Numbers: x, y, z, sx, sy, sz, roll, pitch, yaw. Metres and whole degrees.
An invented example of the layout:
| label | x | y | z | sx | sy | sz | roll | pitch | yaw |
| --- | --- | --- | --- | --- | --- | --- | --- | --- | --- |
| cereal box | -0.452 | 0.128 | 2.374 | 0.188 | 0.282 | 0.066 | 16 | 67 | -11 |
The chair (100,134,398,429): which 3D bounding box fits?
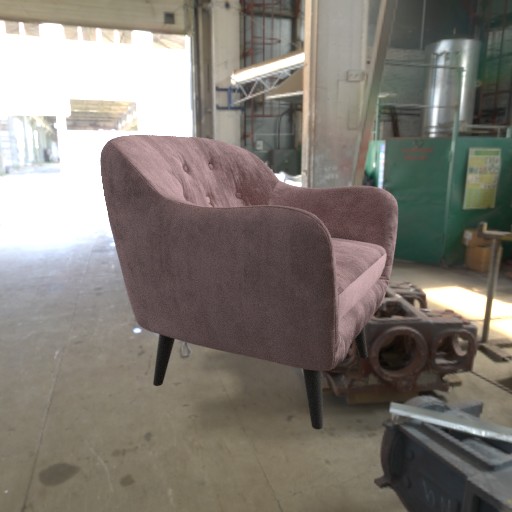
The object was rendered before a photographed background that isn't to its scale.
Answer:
| label | x | y | z | sx | sy | sz | roll | pitch | yaw |
| --- | --- | --- | --- | --- | --- | --- | --- | --- | --- |
| chair | 0.000 | 0.000 | 1.534 | 0.820 | 0.820 | 0.840 | 7 | 15 | 27 |
